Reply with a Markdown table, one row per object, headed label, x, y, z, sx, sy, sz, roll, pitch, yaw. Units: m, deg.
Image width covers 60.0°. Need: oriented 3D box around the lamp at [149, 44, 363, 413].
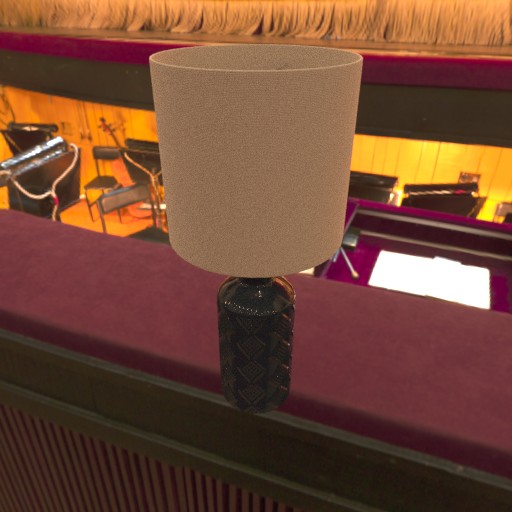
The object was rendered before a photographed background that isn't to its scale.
| label | x | y | z | sx | sy | sz | roll | pitch | yaw |
| --- | --- | --- | --- | --- | --- | --- | --- | --- | --- |
| lamp | 0.000 | 0.000 | 0.554 | 0.207 | 0.461 | 0.207 | 11 | 32 | 17 |
